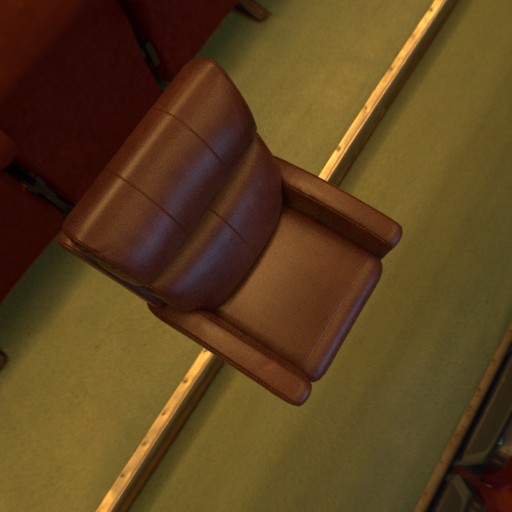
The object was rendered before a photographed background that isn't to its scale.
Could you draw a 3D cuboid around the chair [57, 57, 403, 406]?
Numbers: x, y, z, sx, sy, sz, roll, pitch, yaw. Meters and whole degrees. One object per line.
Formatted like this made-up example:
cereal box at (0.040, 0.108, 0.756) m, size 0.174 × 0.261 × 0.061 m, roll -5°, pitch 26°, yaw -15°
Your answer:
chair at (0.000, 0.000, 1.684) m, size 0.939 × 1.016 × 0.787 m, roll 32°, pitch 78°, yaw 7°
